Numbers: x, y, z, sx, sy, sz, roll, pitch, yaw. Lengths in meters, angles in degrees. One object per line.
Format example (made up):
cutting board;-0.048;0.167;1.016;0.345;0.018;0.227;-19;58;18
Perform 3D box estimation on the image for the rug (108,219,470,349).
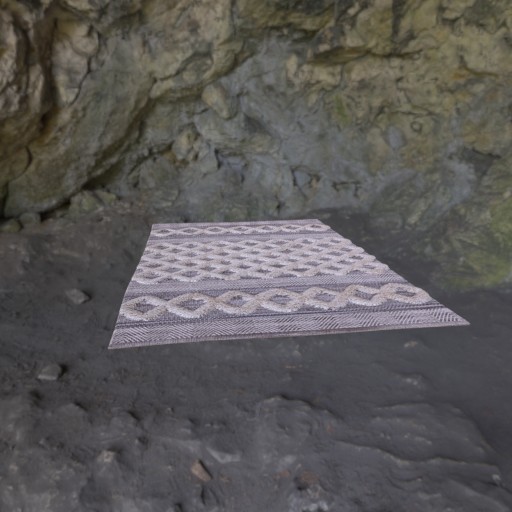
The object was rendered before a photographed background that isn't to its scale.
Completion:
rug;0.000;0.000;2.902;1.513;0.033;2.333;-2;16;-8
